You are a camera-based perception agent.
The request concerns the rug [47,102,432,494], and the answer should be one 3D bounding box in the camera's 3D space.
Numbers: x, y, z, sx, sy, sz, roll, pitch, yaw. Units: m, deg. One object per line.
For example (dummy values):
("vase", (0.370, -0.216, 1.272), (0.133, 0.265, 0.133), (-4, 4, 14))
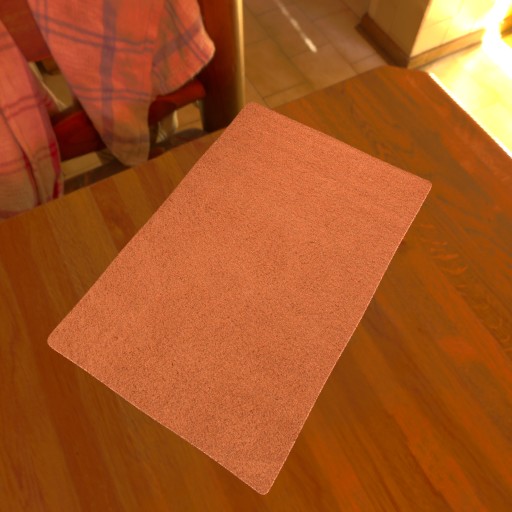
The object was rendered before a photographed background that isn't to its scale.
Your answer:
("rug", (0.000, 0.000, 3.390), (1.801, 0.024, 2.700), (29, 67, 14))
